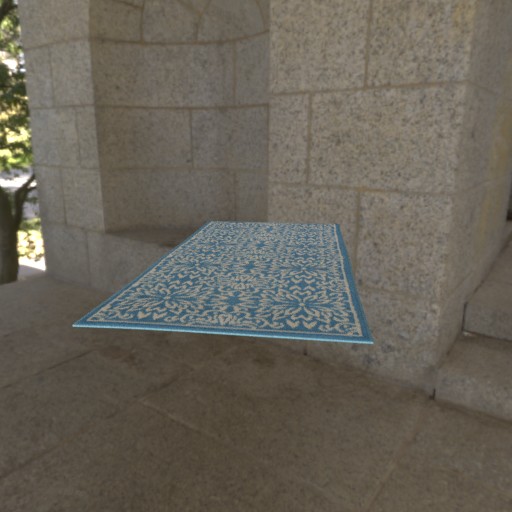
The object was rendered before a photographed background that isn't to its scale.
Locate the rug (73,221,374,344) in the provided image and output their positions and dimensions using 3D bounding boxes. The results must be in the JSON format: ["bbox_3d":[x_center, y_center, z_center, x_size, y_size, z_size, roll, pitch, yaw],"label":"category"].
[{"bbox_3d":[0.000,0.000,1.453,0.604,0.007,1.219,2,15,7],"label":"rug"}]
